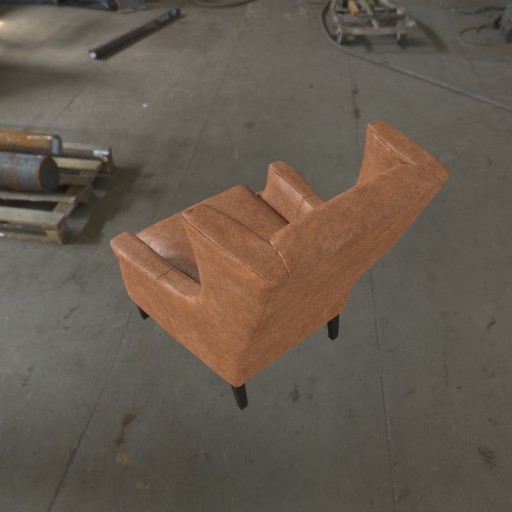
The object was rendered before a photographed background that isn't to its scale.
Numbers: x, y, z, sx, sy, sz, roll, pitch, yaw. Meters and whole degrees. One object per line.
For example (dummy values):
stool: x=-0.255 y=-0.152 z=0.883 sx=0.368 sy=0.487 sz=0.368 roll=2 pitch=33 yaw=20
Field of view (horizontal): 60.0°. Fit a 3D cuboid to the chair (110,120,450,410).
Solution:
chair: x=0.000 y=0.000 z=1.680 sx=0.853 sy=1.016 sz=0.926 roll=-30 pitch=52 yaw=-27
